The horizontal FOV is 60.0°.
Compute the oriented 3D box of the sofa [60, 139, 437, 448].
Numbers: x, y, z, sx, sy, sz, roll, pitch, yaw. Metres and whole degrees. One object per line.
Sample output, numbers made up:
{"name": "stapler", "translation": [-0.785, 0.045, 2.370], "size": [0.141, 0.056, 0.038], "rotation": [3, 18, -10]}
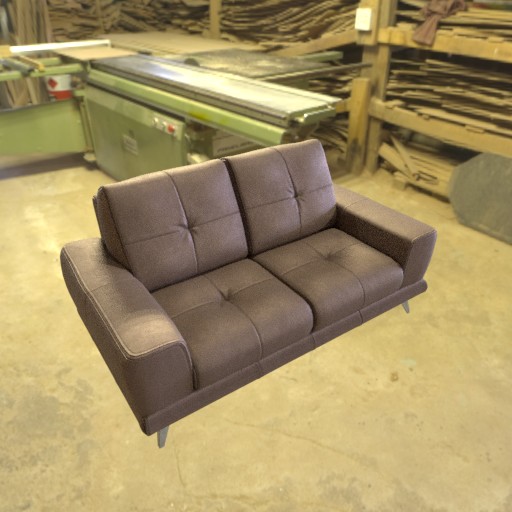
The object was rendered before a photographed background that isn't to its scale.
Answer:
{"name": "sofa", "translation": [0.000, 0.000, 2.377], "size": [1.806, 0.907, 1.018], "rotation": [-20, 36, -29]}
